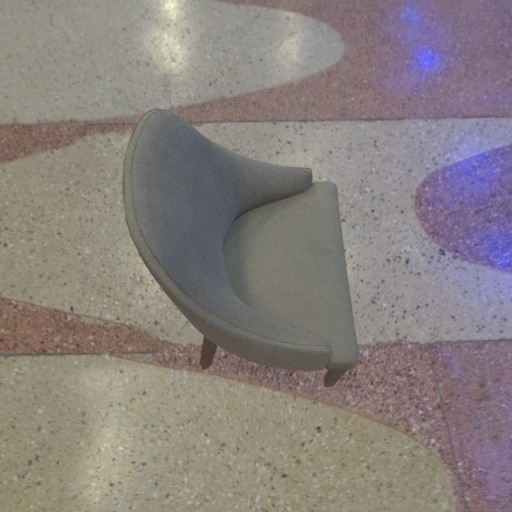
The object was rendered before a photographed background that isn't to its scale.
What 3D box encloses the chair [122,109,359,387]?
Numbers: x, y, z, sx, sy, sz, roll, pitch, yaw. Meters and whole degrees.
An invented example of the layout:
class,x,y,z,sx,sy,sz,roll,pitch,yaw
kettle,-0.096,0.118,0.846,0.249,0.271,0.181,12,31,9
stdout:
class,x,y,z,sx,sy,sz,roll,pitch,yaw
chair,0.000,0.000,1.333,0.575,0.889,0.643,-1,62,-1
